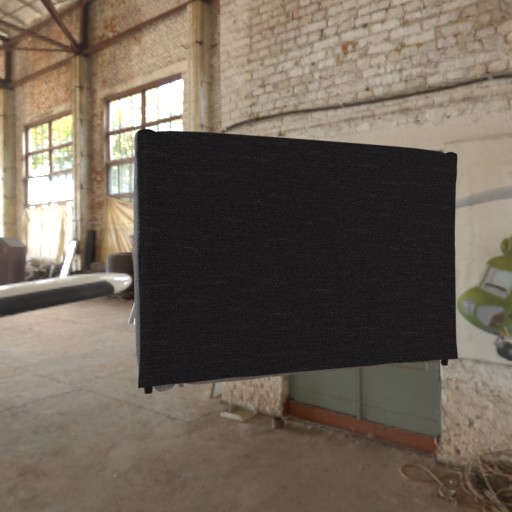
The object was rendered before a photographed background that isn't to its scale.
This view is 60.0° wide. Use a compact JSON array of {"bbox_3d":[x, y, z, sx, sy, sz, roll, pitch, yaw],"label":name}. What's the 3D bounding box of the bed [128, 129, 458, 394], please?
[{"bbox_3d":[0.000,0.000,3.514,1.925,1.332,2.276,0,1,-17],"label":"bed"}]
